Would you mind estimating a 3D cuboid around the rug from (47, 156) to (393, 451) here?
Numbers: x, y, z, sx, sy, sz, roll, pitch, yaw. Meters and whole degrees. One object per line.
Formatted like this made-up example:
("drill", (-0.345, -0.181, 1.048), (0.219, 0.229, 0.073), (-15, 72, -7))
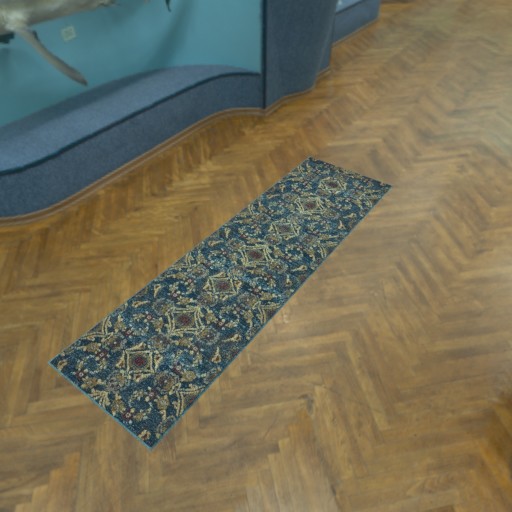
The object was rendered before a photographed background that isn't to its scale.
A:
("rug", (0.000, 0.000, 2.556), (0.685, 0.014, 2.292), (27, 49, 26))
